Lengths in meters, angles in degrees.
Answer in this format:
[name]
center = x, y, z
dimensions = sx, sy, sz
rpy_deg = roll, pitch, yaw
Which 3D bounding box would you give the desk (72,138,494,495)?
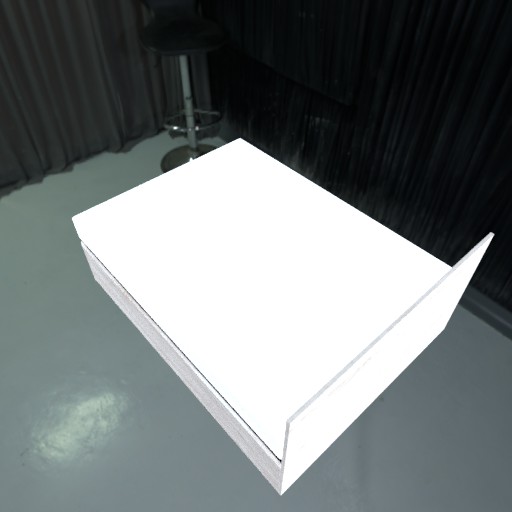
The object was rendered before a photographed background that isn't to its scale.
[desk]
center = 0.000, 0.000, 2.603
dimensions = 1.400, 0.800, 1.900
rpy_deg = -33, 54, -28
